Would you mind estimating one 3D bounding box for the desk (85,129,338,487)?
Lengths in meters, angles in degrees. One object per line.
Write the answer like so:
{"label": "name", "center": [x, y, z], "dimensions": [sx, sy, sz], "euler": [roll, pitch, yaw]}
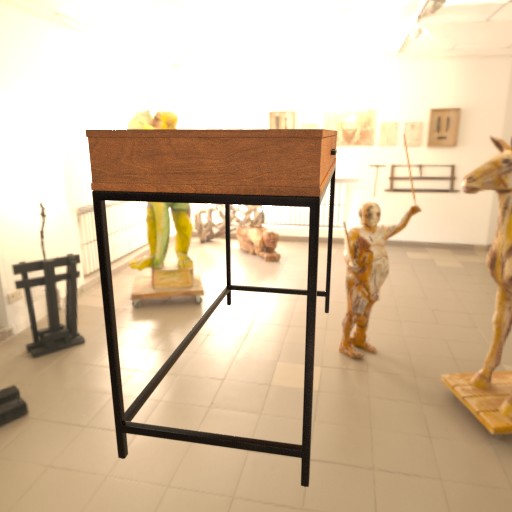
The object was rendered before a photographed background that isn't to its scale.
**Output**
{"label": "desk", "center": [0.000, 0.000, 1.396], "dimensions": [0.470, 0.762, 1.016], "euler": [3, 16, 11]}
